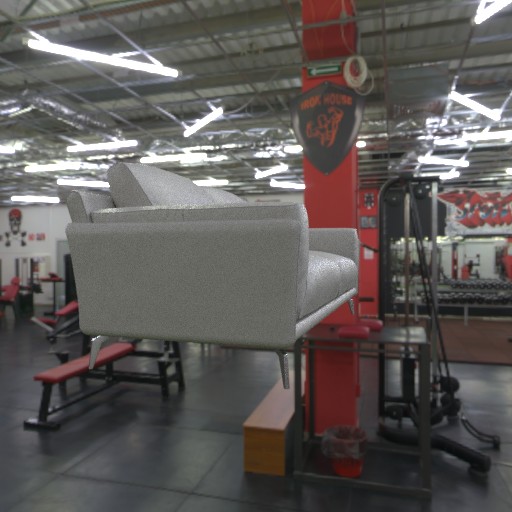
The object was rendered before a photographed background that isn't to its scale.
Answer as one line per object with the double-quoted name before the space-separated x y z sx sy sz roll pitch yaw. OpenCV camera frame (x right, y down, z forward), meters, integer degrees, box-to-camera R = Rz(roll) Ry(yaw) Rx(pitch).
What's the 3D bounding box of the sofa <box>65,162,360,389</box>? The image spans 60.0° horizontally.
"sofa" 0.000 0.000 2.673 1.049 0.930 2.101 0 0 19
